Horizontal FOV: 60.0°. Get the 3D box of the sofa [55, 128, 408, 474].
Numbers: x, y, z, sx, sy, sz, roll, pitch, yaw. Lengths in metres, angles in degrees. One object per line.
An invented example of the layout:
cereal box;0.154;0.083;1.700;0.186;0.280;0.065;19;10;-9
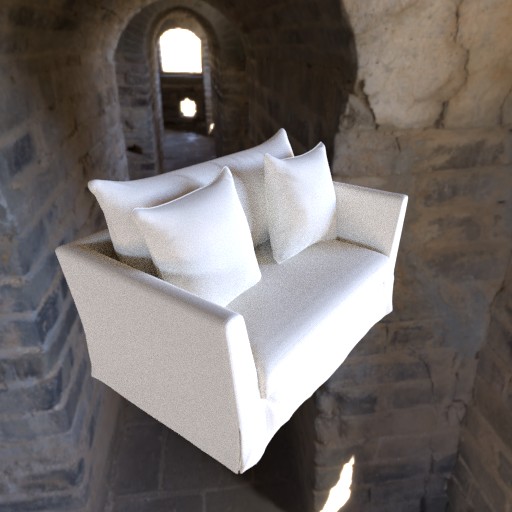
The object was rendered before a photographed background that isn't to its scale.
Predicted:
sofa;0.000;0.000;2.300;1.026;1.039;1.608;18;31;33
